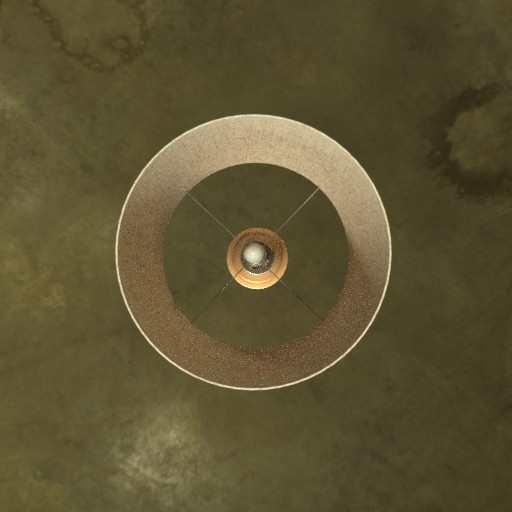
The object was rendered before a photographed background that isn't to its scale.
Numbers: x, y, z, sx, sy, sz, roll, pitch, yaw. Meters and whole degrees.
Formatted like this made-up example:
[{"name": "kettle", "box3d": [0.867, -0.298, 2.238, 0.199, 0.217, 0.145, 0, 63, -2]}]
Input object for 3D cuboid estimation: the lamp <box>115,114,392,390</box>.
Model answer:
[{"name": "lamp", "box3d": [0.000, 0.000, 0.819, 0.321, 0.610, 0.321, 0, 89, 1]}]
